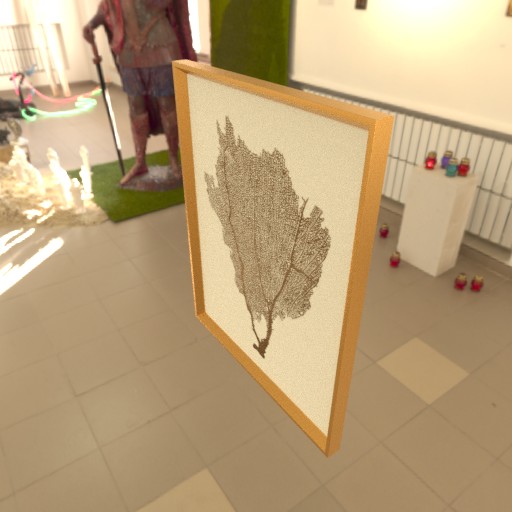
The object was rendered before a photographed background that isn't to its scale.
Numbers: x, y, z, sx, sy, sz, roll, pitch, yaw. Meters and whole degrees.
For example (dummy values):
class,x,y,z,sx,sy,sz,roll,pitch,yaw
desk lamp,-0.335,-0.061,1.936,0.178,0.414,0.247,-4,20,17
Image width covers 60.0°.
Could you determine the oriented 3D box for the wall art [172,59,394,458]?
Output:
class,x,y,z,sx,sy,sz,roll,pitch,yaw
wall art,0.000,0.000,1.023,0.038,0.762,0.610,-21,38,-30
